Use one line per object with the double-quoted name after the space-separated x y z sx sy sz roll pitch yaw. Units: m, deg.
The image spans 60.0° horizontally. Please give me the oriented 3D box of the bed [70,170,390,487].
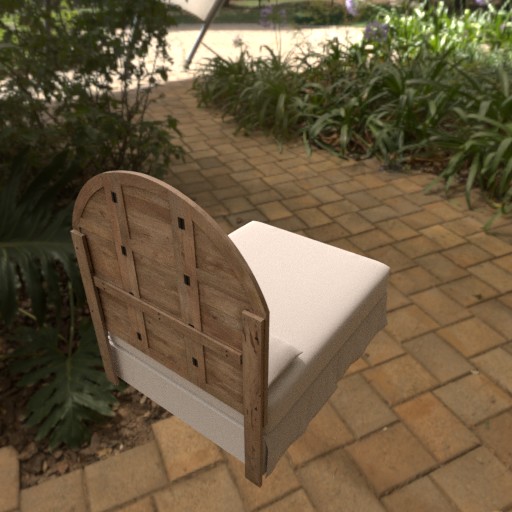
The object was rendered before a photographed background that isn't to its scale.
0.000 0.000 3.563 1.713 2.002 2.112 21 37 30 "bed"
